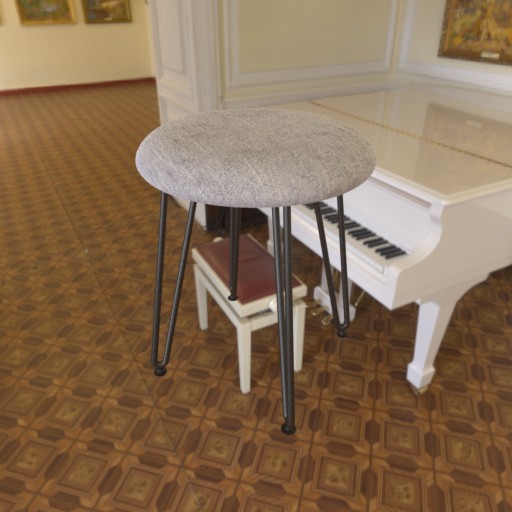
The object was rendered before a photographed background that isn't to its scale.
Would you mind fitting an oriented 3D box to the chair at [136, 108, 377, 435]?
[{"bbox_3d":[0.000,0.000,0.665,0.350,0.386,0.350,-9,32,-14],"label":"chair"}]
